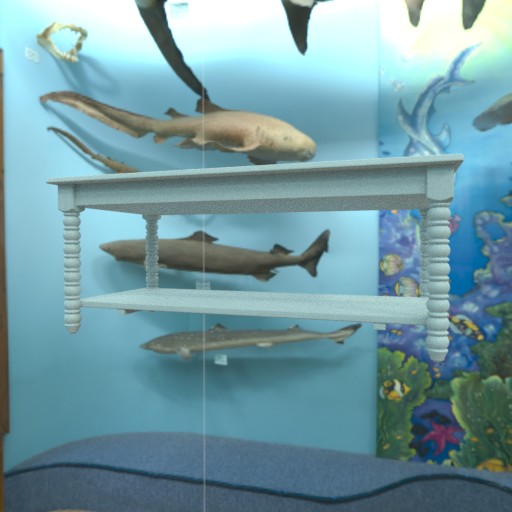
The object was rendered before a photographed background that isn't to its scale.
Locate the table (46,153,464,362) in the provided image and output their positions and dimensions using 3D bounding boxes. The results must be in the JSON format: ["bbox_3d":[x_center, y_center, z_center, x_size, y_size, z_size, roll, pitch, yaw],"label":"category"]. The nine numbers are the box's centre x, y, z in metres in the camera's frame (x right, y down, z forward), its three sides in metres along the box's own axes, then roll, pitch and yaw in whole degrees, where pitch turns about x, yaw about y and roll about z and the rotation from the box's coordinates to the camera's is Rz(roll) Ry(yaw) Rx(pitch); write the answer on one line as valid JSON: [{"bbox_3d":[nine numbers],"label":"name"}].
[{"bbox_3d":[0.000,0.000,1.452,1.171,0.487,0.580,1,2,18],"label":"table"}]
